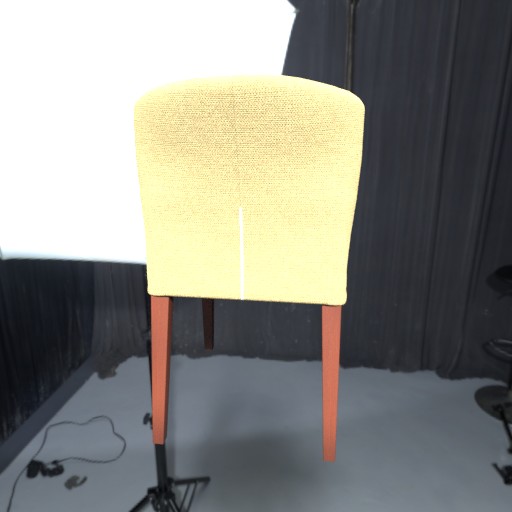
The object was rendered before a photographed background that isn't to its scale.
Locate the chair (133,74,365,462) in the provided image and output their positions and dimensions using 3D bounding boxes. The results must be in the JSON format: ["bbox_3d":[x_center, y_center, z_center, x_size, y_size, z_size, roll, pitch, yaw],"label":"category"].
[{"bbox_3d":[0.000,0.000,1.177,0.491,0.839,0.589,2,16,8],"label":"chair"}]
